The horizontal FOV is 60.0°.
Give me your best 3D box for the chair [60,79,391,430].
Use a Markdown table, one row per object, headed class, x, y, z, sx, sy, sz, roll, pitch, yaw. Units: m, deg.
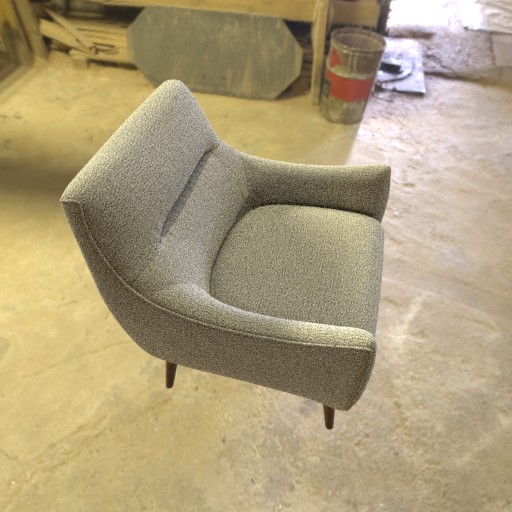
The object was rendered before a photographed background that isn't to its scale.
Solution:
| class | x | y | z | sx | sy | sz | roll | pitch | yaw |
| --- | --- | --- | --- | --- | --- | --- | --- | --- | --- |
| chair | 0.000 | 0.000 | 1.403 | 0.787 | 0.838 | 0.762 | 11 | 47 | 10 |
